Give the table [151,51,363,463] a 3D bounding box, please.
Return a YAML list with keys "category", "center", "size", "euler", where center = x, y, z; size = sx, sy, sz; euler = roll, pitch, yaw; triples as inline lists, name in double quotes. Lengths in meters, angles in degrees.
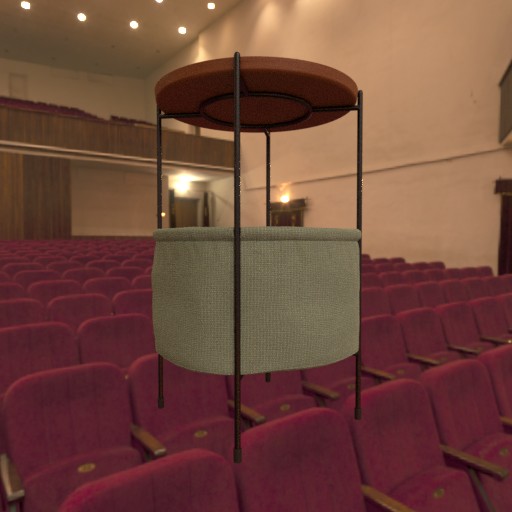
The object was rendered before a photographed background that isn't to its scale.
- category: "table"
  center: [0.000, 0.000, 0.871]
  size: [0.400, 0.623, 0.400]
  euler: [-1, 2, -37]
